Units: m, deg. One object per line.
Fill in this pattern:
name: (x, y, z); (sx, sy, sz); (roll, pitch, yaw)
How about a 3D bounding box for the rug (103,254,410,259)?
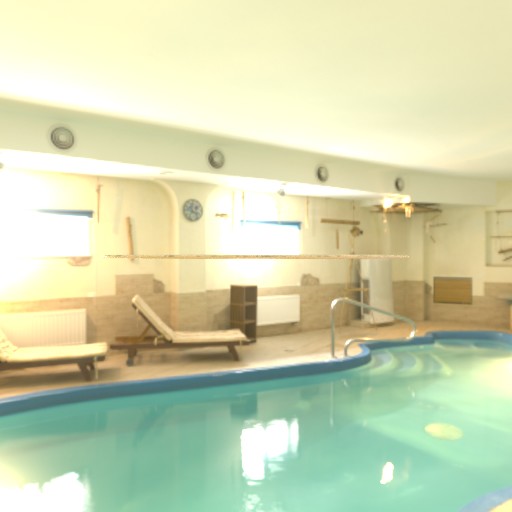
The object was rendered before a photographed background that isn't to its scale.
rug: (0.000, 0.000, 2.434); (1.593, 0.012, 1.593); (0, 0, 0)
